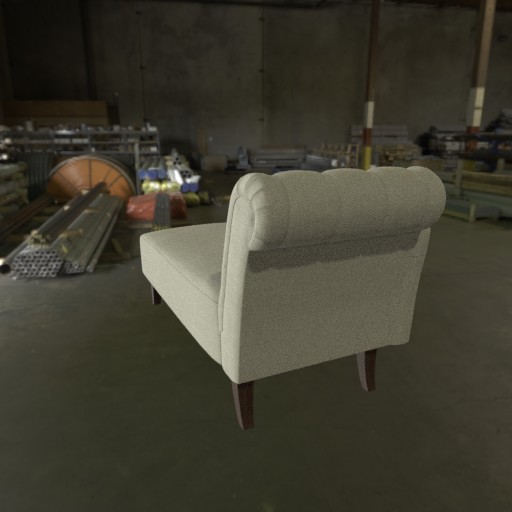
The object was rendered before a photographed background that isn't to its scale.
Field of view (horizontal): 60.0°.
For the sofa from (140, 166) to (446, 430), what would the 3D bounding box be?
[{"bbox_3d":[0.000,0.000,1.813,0.675,0.787,1.379,-7,17,-25],"label":"sofa"}]
